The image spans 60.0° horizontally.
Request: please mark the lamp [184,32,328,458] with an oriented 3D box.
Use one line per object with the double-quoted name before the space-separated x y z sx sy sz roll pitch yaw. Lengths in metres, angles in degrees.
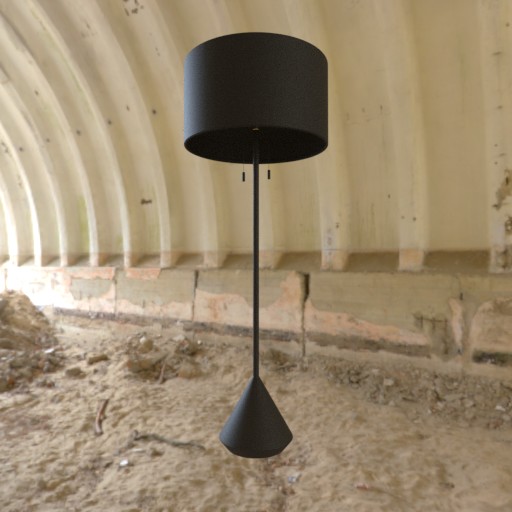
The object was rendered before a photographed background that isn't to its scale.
"lamp" 0.000 0.000 1.792 0.580 1.526 0.580 0 -1 -1
